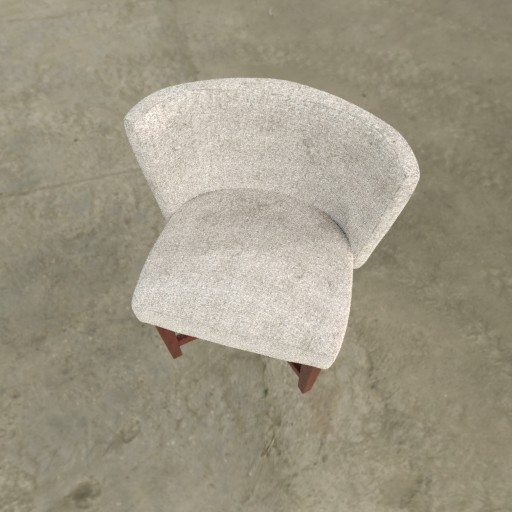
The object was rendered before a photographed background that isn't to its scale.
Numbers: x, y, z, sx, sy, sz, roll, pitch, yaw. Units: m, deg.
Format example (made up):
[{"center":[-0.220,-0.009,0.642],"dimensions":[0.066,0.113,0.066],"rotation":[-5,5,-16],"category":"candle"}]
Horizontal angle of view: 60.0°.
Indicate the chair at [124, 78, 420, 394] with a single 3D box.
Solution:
[{"center":[0.000,0.000,1.330],"dimensions":[0.728,0.827,0.575],"rotation":[13,59,8],"category":"chair"}]
